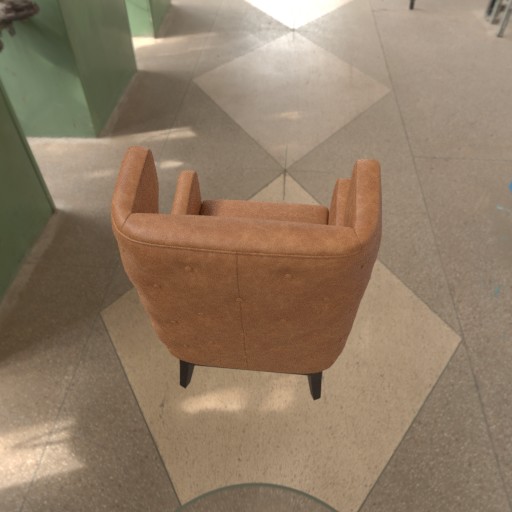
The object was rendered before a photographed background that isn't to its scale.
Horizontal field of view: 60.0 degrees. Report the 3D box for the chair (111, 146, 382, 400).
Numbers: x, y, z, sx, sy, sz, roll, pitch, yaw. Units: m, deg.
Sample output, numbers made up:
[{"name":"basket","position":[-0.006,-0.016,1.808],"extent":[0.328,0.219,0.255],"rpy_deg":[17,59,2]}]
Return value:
[{"name":"chair","position":[0.000,0.000,1.664],"extent":[0.766,1.079,0.899],"rpy_deg":[4,47,4]}]
